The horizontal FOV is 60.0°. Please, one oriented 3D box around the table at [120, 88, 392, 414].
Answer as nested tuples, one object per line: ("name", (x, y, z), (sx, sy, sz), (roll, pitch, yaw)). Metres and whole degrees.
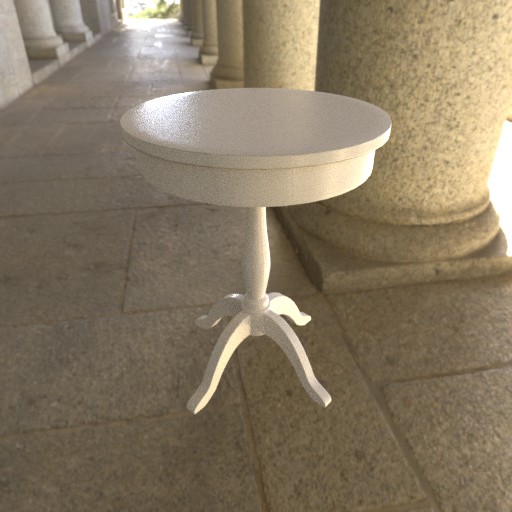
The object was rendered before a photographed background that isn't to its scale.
("table", (0.000, 0.000, 1.033), (0.513, 0.653, 0.513), (0, 31, 0))
